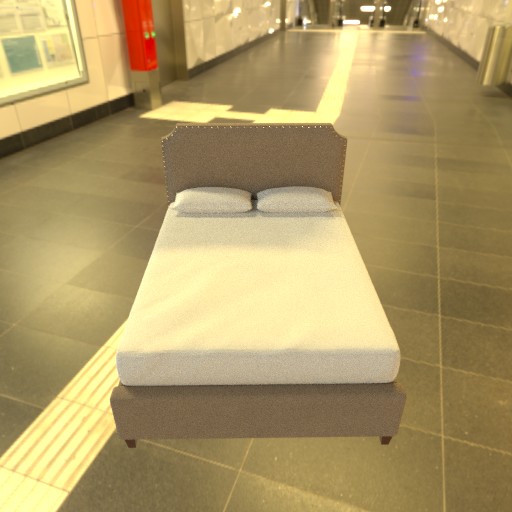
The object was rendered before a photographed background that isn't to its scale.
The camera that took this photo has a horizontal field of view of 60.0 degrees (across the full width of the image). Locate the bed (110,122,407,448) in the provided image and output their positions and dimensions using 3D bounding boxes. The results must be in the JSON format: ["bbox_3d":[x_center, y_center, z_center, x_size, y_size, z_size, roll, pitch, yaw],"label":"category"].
[{"bbox_3d":[0.000,0.000,3.375,1.703,1.415,2.329,0,31,-1],"label":"bed"}]
